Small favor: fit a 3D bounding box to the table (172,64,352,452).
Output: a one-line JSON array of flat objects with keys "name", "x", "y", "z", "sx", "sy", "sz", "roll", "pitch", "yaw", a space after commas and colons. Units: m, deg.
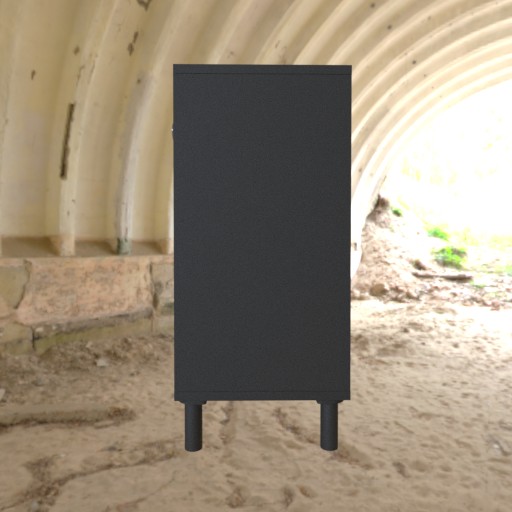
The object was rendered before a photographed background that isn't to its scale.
[{"name": "table", "x": 0.000, "y": 0.000, "z": 1.570, "sx": 0.400, "sy": 0.855, "sz": 1.200, "roll": 0, "pitch": 1, "yaw": -1}]
